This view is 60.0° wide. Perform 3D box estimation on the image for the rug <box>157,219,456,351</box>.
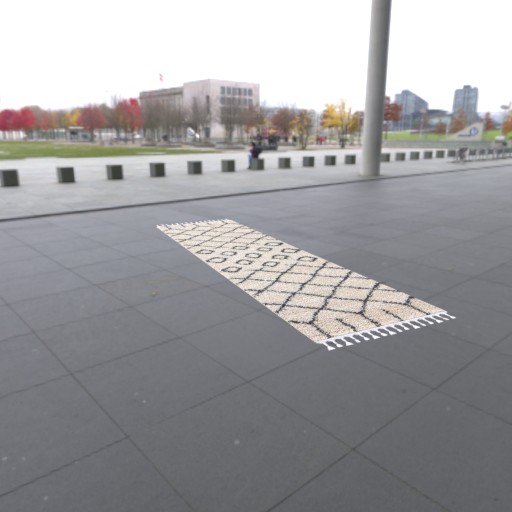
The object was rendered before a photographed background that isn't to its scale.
[{"bbox_3d":[0.000,0.000,2.741,0.660,0.005,2.464,-7,17,-25],"label":"rug"}]
